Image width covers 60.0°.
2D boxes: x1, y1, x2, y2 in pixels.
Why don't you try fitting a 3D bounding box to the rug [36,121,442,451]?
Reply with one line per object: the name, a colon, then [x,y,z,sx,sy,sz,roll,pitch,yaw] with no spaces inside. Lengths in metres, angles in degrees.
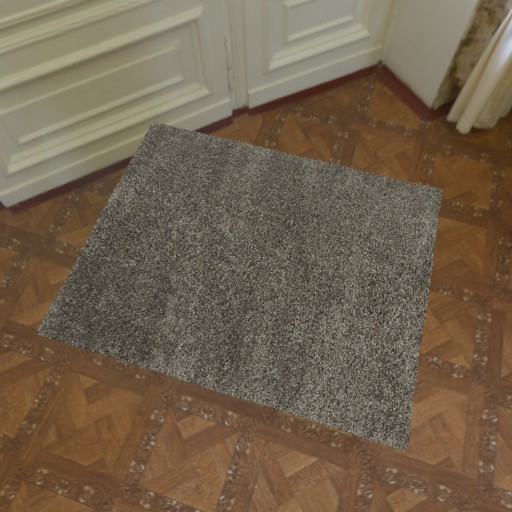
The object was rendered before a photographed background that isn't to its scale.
rug: [0.000,0.000,3.911,3.000,0.025,2.401,15,63,8]
